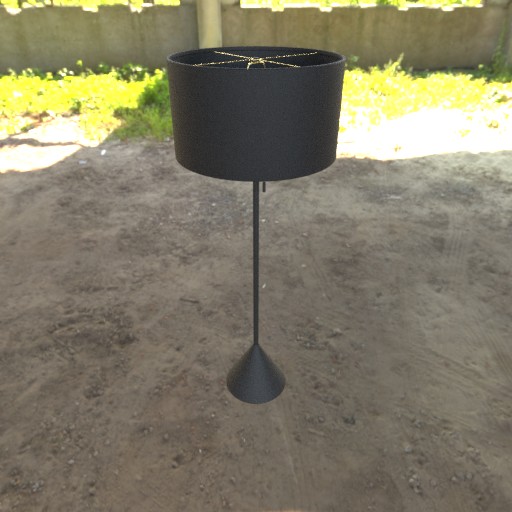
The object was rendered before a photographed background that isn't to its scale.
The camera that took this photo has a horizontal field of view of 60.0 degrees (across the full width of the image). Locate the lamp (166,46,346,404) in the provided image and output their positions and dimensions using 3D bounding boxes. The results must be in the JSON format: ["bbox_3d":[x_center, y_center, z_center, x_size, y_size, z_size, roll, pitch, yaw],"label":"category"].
[{"bbox_3d":[0.000,0.000,1.839,0.580,1.526,0.580,-21,37,-31],"label":"lamp"}]
